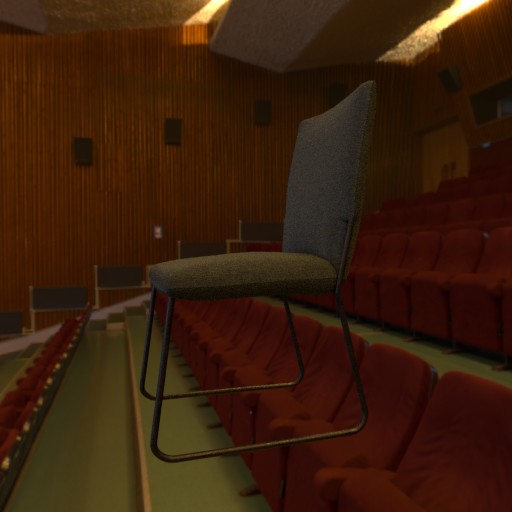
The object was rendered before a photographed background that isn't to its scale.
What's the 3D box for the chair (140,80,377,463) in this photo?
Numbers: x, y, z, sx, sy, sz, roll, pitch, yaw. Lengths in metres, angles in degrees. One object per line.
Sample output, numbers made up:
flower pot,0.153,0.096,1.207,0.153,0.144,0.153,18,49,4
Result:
chair,0.000,0.000,1.286,0.635,0.931,0.480,0,1,-18
